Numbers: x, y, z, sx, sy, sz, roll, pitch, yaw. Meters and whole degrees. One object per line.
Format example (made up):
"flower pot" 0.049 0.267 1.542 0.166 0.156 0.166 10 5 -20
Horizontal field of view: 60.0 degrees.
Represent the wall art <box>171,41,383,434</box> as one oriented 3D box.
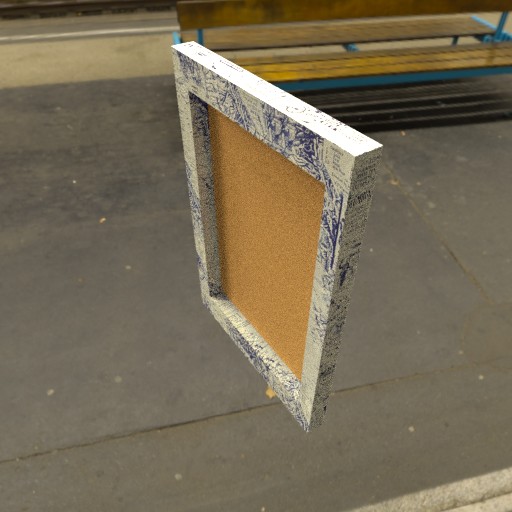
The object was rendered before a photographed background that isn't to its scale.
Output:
"wall art" 0.000 0.000 0.487 0.025 0.376 0.255 -25 48 -25
